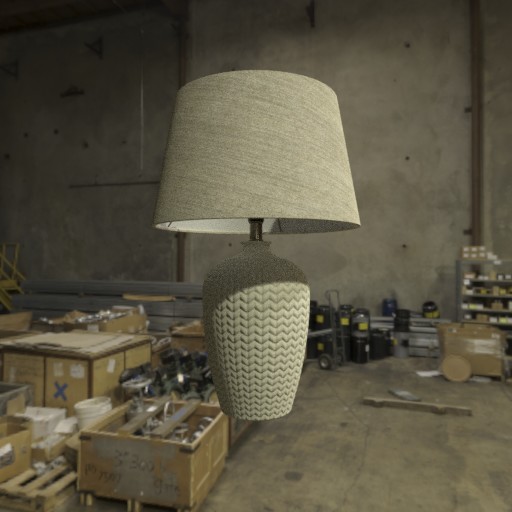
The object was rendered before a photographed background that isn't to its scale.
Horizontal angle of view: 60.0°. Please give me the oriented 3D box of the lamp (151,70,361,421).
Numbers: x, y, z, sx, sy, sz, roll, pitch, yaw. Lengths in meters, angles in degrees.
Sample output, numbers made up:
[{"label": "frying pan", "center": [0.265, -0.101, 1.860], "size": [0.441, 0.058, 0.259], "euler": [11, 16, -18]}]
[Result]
[{"label": "lamp", "center": [0.000, 0.000, 0.846], "size": [0.390, 0.580, 0.390], "euler": [0, -1, 0]}]
